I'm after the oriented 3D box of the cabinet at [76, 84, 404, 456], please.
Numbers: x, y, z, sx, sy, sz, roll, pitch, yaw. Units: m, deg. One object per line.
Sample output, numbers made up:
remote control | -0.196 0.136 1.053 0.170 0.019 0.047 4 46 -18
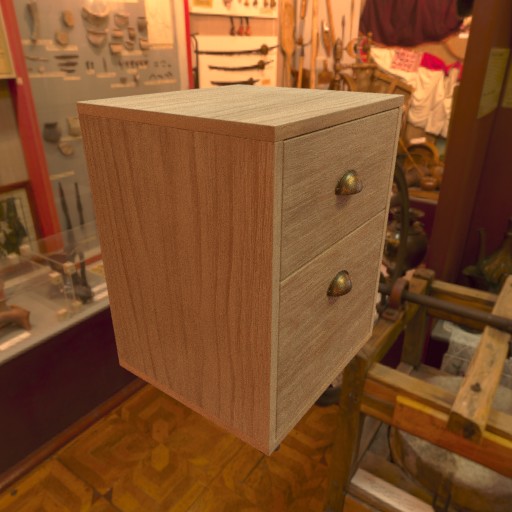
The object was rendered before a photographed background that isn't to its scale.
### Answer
cabinet | 0.000 0.000 0.861 0.401 0.579 0.409 18 31 32
